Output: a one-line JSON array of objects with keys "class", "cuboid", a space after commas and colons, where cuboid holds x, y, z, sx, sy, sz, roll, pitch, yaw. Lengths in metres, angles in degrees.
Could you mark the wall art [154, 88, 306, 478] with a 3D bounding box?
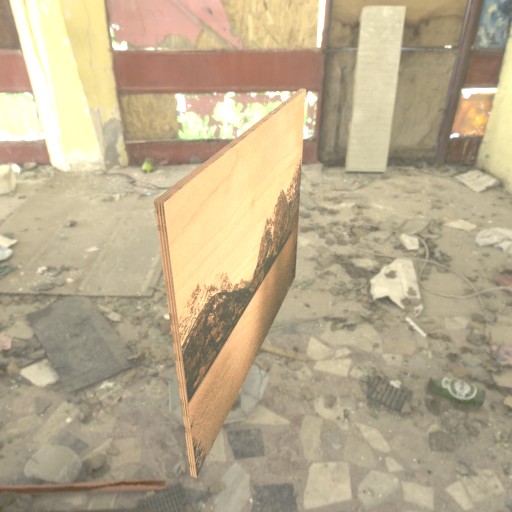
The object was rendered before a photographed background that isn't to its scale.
[{"class": "wall art", "cuboid": [0.000, 0.000, 0.697, 0.010, 0.408, 0.508, 11, 33, 16]}]
